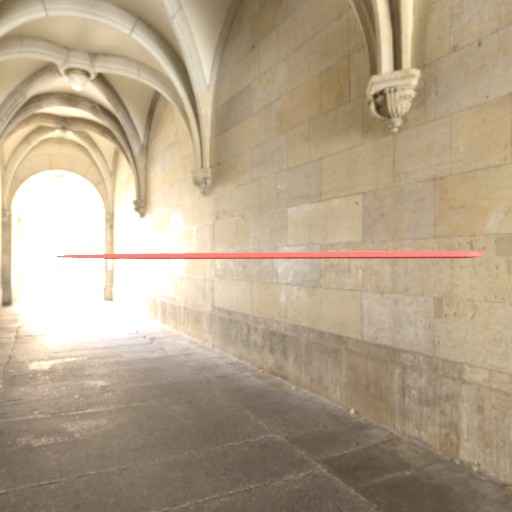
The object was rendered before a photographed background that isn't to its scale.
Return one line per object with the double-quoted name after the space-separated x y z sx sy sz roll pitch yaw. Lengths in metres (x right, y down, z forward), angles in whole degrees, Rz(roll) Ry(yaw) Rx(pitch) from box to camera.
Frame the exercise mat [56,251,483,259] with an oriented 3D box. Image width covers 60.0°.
0.000 0.000 2.097 1.869 0.021 0.616 0 -1 19 "exercise mat"
